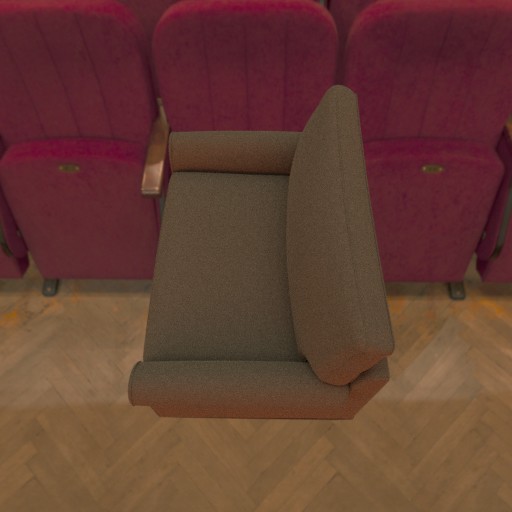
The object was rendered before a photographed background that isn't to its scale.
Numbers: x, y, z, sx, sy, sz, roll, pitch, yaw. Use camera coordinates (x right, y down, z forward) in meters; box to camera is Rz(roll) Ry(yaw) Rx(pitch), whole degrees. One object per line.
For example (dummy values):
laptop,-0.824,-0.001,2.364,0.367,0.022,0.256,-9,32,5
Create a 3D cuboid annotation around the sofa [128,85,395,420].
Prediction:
sofa,0.000,0.000,2.055,0.940,0.953,1.410,1,58,0
